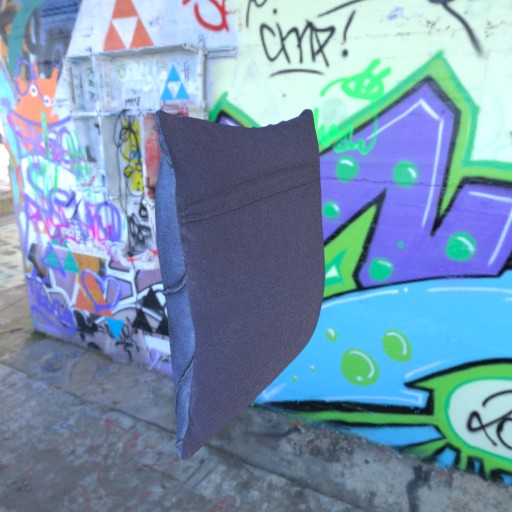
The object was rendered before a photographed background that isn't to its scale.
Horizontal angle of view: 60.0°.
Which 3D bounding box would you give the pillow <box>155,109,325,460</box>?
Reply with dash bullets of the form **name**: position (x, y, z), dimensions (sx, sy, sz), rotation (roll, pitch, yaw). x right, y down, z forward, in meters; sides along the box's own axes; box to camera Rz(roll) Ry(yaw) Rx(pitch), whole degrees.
- **pillow**: position (0.000, 0.000, 0.690), dimensions (0.183, 0.440, 0.439), rotation (9, 19, 26)
